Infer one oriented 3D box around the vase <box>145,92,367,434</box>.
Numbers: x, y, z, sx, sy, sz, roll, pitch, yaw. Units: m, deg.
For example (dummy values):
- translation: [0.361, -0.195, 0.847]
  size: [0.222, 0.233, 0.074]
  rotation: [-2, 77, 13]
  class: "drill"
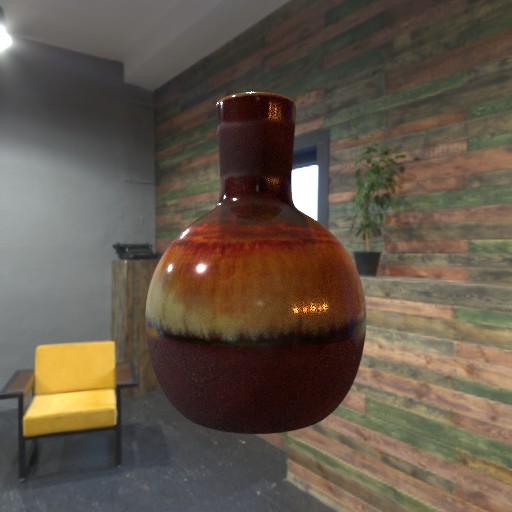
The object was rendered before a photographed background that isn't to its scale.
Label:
- translation: [0.000, 0.000, 0.228]
  size: [0.111, 0.154, 0.111]
  rotation: [0, 0, 0]
  class: "vase"
